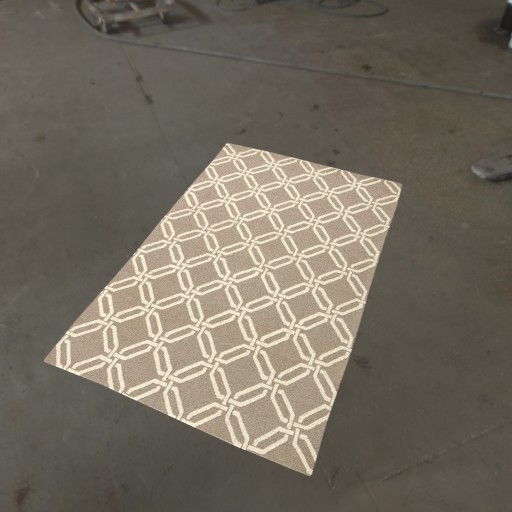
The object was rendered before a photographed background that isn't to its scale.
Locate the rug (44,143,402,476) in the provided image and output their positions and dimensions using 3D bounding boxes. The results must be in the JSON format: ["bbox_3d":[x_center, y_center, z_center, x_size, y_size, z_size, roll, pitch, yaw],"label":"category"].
[{"bbox_3d":[0.000,0.000,2.188,1.142,0.010,1.748,17,49,15],"label":"rug"}]
